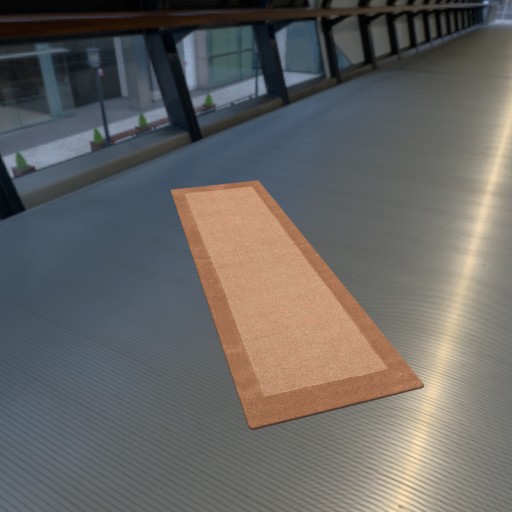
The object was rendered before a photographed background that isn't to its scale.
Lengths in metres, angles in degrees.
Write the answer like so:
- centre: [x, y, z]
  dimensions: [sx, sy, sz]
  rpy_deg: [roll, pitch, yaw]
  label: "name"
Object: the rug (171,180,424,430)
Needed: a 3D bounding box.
- centre: [0.000, 0.000, 2.764]
  dimensions: [0.764, 0.017, 2.439]
  rpy_deg: [-9, 32, -14]
  label: "rug"
